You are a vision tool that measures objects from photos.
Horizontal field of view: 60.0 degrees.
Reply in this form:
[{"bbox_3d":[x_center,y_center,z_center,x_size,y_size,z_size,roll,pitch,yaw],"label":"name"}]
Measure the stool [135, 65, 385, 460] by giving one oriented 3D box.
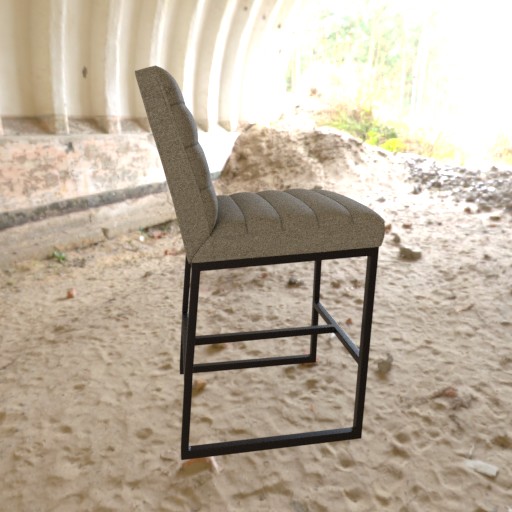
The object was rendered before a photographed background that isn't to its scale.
[{"bbox_3d":[0.000,0.000,1.247,0.560,0.940,0.460,-3,16,-9],"label":"stool"}]
